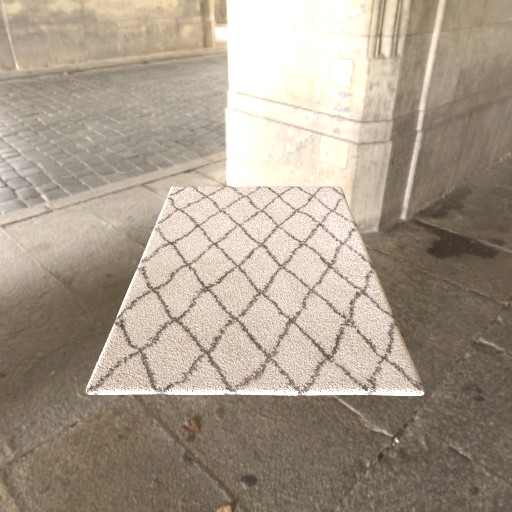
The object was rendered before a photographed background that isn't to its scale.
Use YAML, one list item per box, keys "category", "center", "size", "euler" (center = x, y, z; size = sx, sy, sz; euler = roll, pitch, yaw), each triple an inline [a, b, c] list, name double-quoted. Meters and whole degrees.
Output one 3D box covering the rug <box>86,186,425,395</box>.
- category: "rug"
  center: [0.000, 0.000, 3.477]
  size: [1.778, 0.030, 2.743]
  euler: [0, 32, 0]
